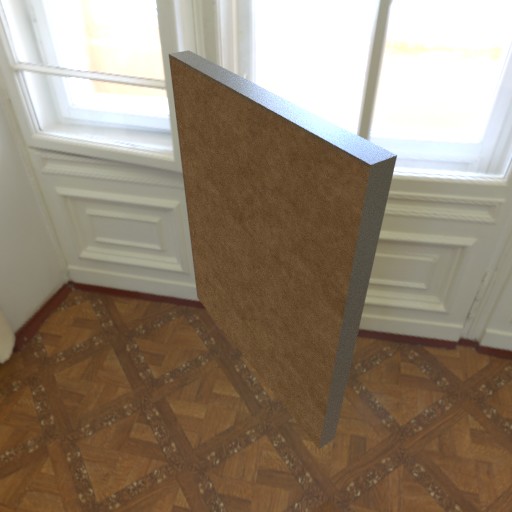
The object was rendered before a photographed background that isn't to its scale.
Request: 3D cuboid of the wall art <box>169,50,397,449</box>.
[{"bbox_3d":[0.000,0.000,0.756,0.037,0.554,0.453,-23,45,-25],"label":"wall art"}]
